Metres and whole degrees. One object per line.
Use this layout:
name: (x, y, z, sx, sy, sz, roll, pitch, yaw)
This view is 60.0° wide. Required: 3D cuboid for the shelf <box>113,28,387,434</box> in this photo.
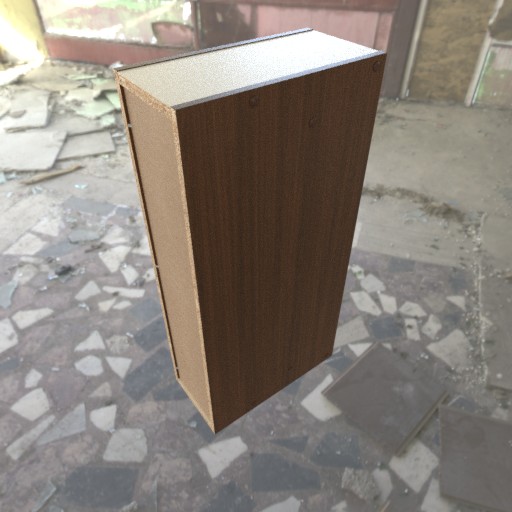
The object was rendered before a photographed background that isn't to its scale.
shelf: (0.000, 0.000, 0.710, 0.290, 0.600, 0.147, -26, 47, -27)
